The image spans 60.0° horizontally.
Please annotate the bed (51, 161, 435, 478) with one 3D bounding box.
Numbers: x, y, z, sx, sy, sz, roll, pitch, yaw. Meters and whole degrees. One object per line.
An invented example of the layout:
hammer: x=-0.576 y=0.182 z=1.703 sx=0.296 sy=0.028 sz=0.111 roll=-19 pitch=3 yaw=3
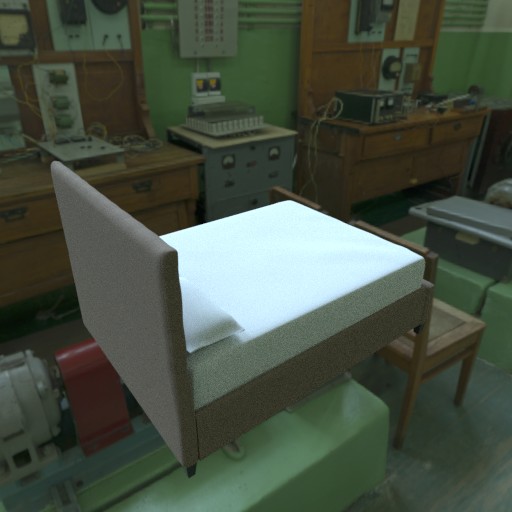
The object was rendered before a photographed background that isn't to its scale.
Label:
bed: x=0.000 y=0.000 z=3.293 sx=2.233 sy=1.426 sz=1.696 roll=-19 pitch=33 yaw=-32
